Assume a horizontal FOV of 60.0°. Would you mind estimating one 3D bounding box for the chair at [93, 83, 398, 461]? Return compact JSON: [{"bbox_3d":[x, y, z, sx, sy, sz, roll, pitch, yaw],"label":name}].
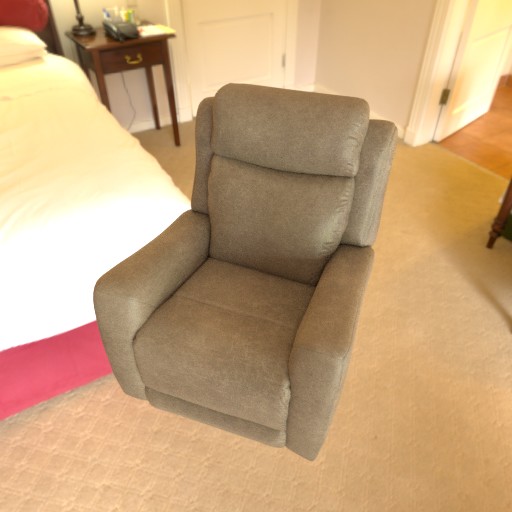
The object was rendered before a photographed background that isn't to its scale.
[{"bbox_3d":[0.000,0.000,1.880,0.965,1.116,1.068,14,42,16],"label":"chair"}]
